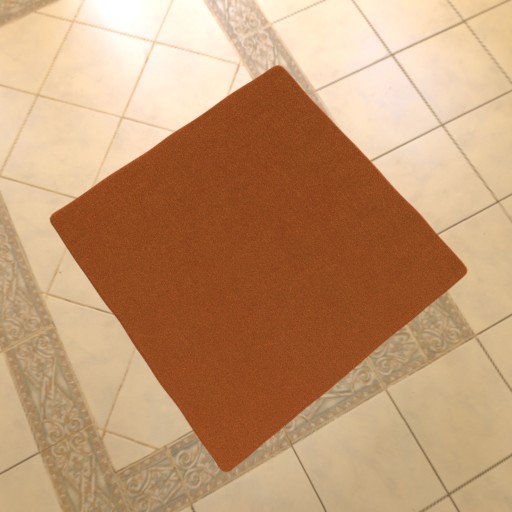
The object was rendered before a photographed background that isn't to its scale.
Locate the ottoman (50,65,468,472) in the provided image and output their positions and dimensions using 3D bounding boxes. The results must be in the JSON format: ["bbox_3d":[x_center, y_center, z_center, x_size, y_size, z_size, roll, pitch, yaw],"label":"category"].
[{"bbox_3d":[0.000,0.000,1.596,0.999,0.438,0.997,-37,79,-9],"label":"ottoman"}]
